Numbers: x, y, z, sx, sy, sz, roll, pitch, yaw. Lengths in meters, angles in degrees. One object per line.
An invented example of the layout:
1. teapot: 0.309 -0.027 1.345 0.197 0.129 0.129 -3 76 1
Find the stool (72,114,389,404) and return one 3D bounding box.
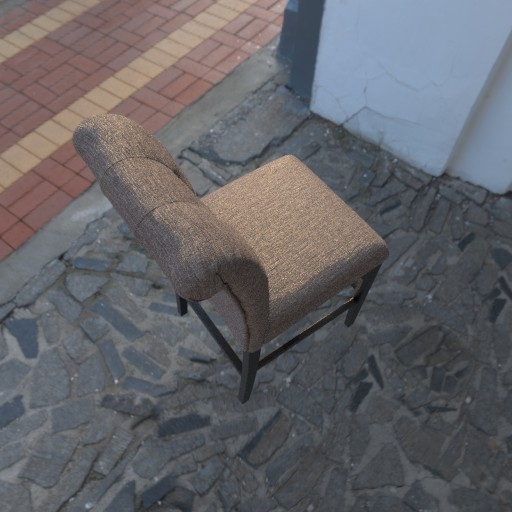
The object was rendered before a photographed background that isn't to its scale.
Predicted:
1. stool: 0.000 0.000 1.258 0.611 0.970 0.457 -32 64 -18
